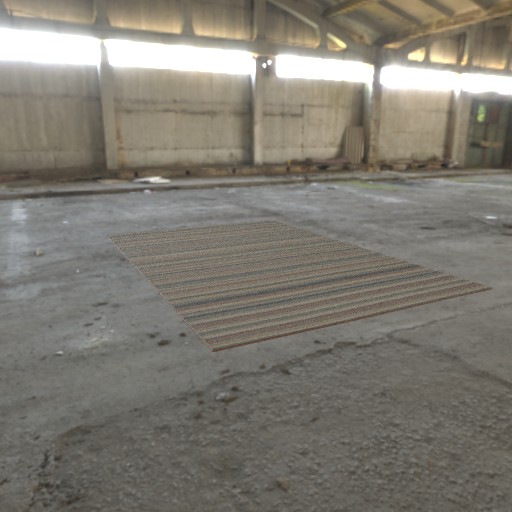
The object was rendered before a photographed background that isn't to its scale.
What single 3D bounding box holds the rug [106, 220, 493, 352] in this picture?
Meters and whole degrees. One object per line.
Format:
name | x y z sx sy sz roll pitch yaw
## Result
rug | 0.000 0.000 2.309 1.219 0.008 1.829 -7 16 -26
